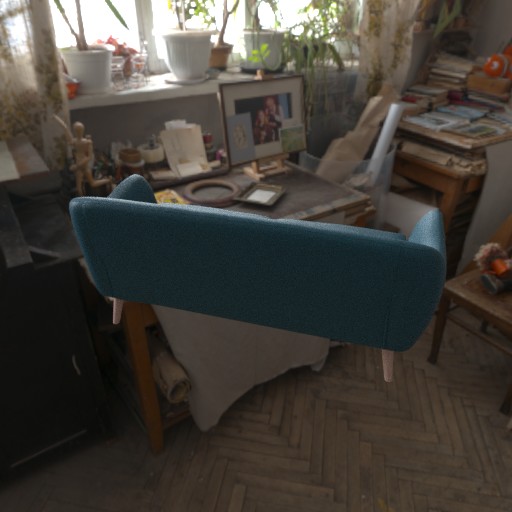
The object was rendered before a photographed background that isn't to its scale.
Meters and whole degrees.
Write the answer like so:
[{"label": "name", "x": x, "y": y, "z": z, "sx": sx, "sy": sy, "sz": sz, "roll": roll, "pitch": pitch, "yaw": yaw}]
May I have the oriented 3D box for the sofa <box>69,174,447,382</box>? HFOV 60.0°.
[{"label": "sofa", "x": 0.000, "y": 0.000, "z": 2.338, "sx": 1.840, "sy": 0.836, "sz": 0.820, "roll": 9, "pitch": 33, "yaw": 14}]
